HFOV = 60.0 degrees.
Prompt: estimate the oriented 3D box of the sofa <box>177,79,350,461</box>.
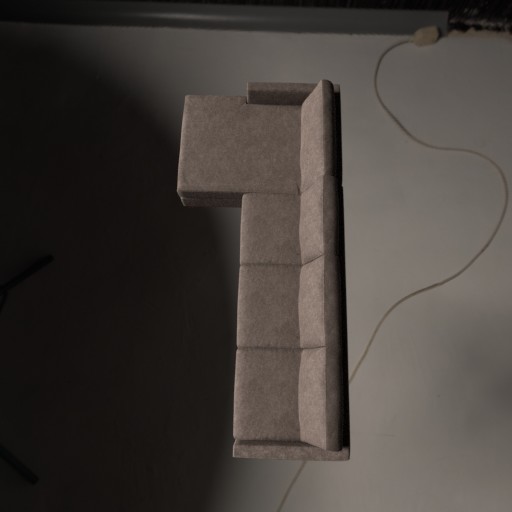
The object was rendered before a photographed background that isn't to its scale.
[{"bbox_3d":[0.000,0.000,4.196,1.606,0.954,3.471,2,74,0],"label":"sofa"}]
